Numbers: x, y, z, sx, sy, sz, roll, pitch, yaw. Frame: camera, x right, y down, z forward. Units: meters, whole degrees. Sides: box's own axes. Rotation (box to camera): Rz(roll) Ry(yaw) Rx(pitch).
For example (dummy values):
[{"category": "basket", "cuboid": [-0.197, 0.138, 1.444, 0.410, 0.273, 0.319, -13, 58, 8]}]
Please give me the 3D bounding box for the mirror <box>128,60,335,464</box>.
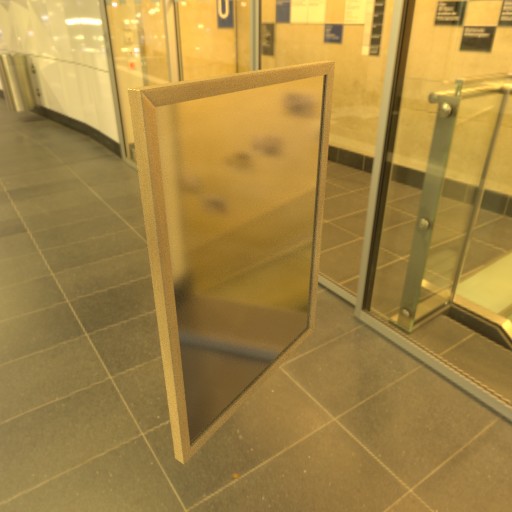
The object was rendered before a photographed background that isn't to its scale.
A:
[{"category": "mirror", "cuboid": [0.000, 0.000, 1.315, 0.040, 1.016, 0.762, 19, 33, 31]}]
